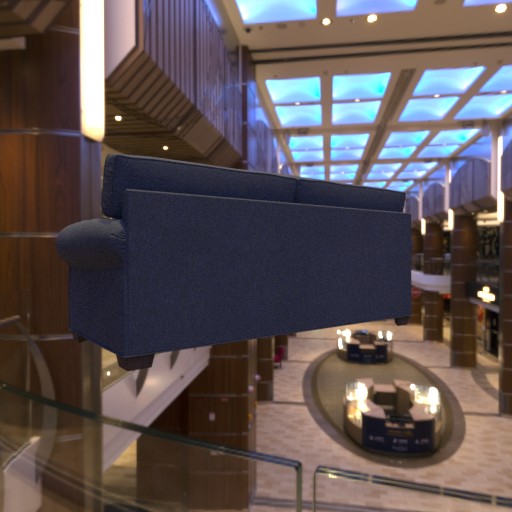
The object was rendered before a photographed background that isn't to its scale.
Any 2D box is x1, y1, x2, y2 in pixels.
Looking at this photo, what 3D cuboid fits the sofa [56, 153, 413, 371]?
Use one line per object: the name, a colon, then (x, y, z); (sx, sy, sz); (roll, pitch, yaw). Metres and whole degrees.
sofa: (0.000, 0.000, 3.004); (2.391, 1.026, 0.954); (-1, 1, -37)
